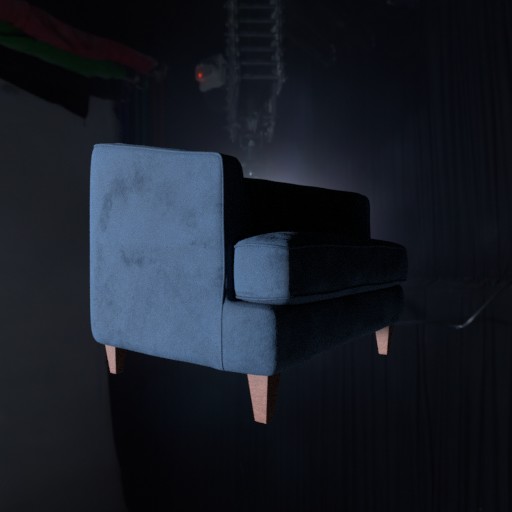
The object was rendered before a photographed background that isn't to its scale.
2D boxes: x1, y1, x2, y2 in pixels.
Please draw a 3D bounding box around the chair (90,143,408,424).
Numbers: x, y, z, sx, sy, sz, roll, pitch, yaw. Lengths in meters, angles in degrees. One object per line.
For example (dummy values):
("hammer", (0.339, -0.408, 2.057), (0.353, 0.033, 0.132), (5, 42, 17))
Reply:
("chair", (0.000, 0.000, 1.744), (0.940, 0.852, 1.094), (0, 0, 35))
